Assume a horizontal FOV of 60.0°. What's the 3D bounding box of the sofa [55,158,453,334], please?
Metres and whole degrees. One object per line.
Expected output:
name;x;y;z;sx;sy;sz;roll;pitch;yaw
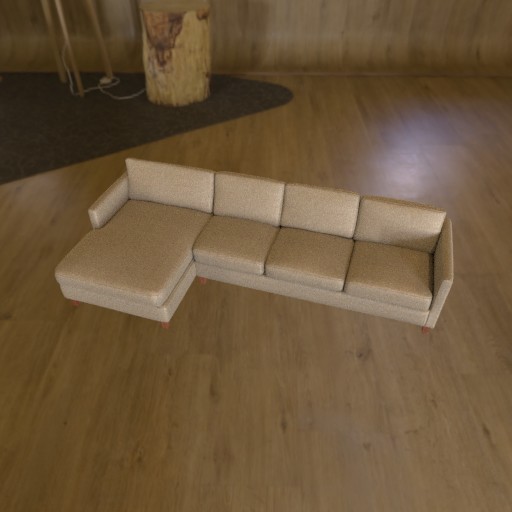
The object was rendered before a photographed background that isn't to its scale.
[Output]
sofa;0.000;0.000;3.913;3.201;0.876;1.502;11;43;13
